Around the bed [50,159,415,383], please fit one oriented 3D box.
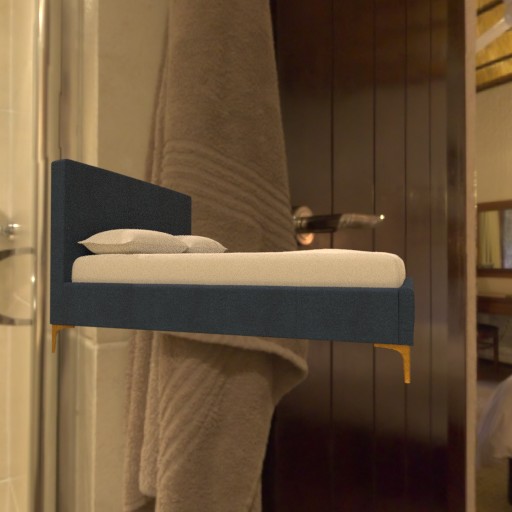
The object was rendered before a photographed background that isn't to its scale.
[{"bbox_3d":[0.000,0.000,3.236,2.172,1.231,1.723,0,-1,19],"label":"bed"}]
